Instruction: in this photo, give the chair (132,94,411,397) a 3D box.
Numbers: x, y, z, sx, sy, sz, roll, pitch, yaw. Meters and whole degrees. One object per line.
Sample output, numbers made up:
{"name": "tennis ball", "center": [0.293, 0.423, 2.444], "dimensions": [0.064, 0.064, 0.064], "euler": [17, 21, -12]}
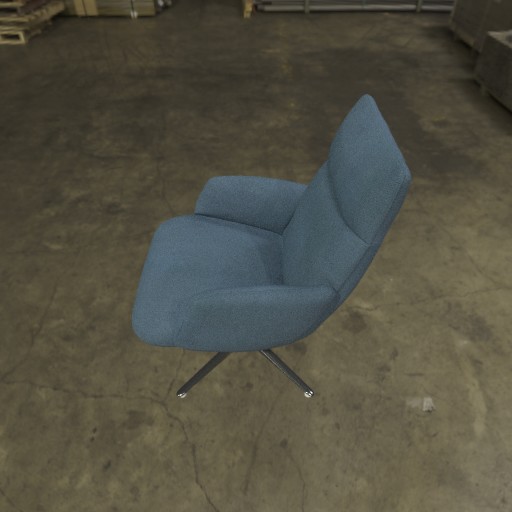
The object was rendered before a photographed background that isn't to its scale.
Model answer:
{"name": "chair", "center": [0.000, 0.000, 1.644], "dimensions": [0.889, 1.016, 0.711], "euler": [0, 41, 0]}
